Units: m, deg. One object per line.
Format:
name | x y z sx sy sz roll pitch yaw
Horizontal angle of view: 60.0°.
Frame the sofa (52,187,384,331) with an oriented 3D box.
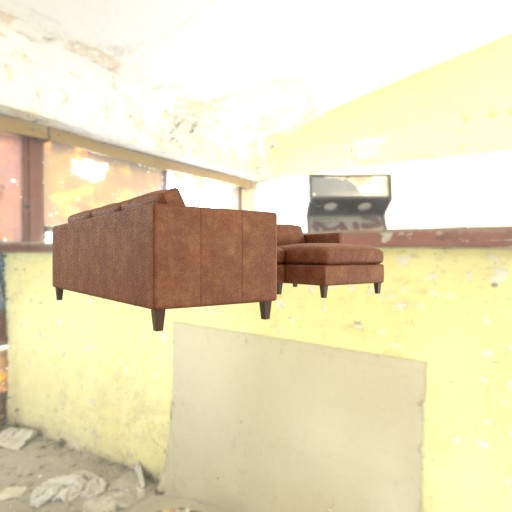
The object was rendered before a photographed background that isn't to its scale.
sofa | 0.000 0.000 4.511 3.324 0.888 2.452 0 0 -37
